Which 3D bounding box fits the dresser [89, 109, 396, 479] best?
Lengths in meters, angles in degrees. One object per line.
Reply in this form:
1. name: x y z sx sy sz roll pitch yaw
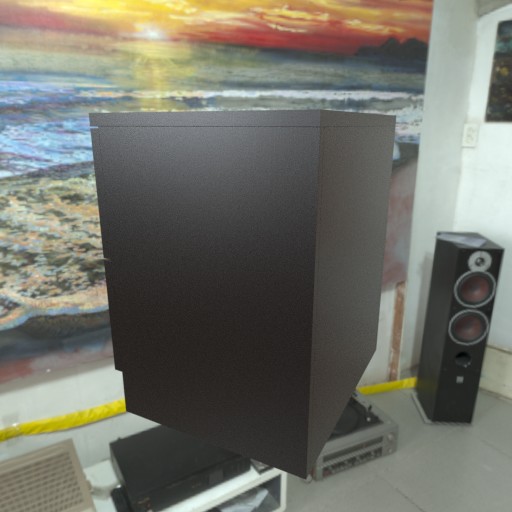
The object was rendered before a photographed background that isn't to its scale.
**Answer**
1. dresser: 0.000 0.000 0.773 0.360 0.470 0.400 8 19 26
